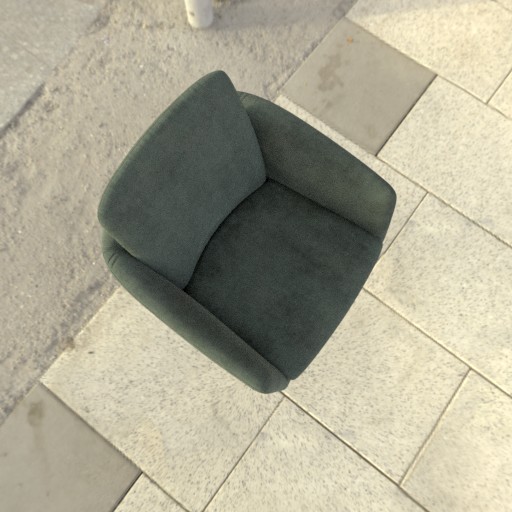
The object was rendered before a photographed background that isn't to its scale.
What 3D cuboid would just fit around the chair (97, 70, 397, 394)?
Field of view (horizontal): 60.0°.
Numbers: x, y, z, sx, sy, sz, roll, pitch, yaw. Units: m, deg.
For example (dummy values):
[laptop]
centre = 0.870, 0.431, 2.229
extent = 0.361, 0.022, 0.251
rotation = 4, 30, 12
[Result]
[chair]
centre = 0.000, 0.000, 1.357
extent = 0.635, 0.908, 0.641
rotation = 34, 78, 8
